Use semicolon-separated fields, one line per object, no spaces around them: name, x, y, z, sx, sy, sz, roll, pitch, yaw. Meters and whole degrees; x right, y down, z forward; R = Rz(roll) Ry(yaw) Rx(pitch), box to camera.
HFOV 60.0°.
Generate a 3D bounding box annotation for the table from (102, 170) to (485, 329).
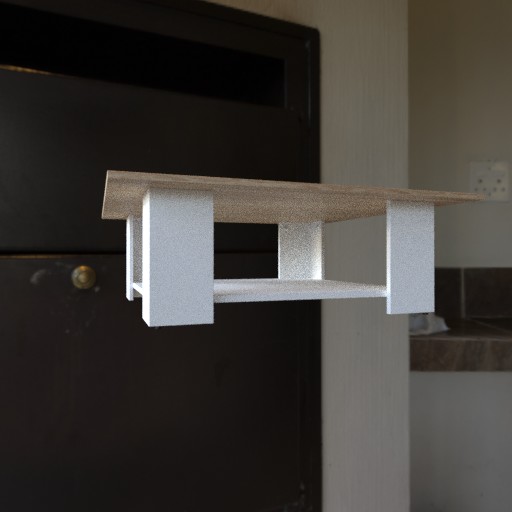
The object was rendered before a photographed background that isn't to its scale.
table;0.000;0.000;1.370;0.890;0.305;0.890;0;0;-20
